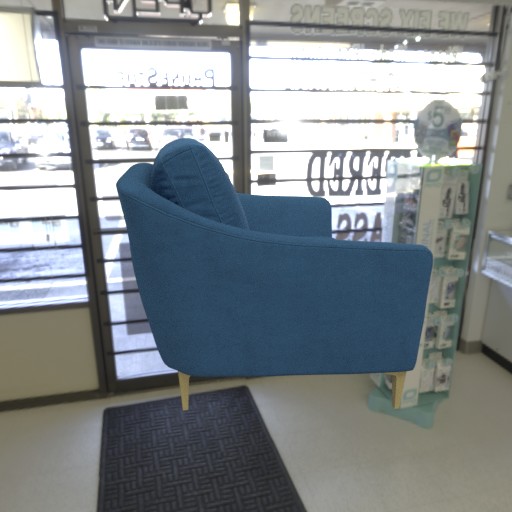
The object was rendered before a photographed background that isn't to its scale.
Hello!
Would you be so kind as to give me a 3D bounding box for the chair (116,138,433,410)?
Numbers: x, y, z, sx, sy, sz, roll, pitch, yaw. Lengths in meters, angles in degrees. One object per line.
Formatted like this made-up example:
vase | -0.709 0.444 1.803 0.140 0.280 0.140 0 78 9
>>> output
chair | 0.000 0.000 1.761 0.961 0.899 0.987 -3 17 -10
